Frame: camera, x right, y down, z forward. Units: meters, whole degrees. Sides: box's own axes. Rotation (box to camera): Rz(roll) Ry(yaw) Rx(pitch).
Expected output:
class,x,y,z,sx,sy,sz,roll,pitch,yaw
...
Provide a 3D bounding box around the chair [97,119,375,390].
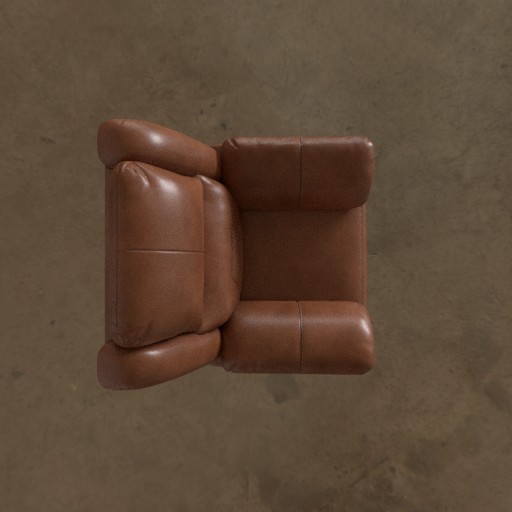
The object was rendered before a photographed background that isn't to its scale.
class,x,y,z,sx,sy,sz,roll,pitch,yaw
chair,0.000,0.000,1.890,1.041,1.093,0.990,0,90,0
